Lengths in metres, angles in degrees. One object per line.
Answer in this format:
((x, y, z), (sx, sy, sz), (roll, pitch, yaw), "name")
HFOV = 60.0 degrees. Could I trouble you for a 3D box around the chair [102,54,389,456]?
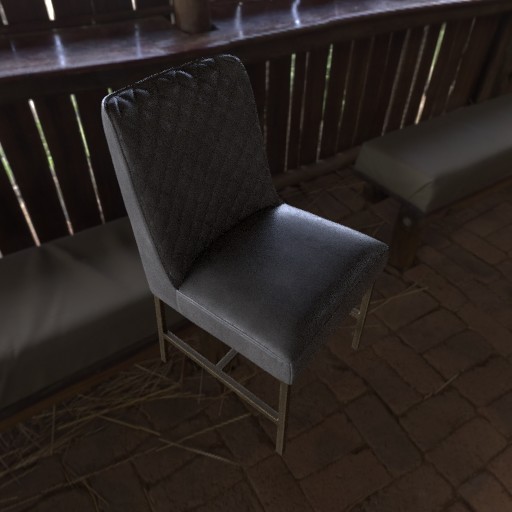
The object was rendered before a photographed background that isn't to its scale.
((0.000, 0.000, 1.232), (0.587, 0.889, 0.508), (26, 48, 27), "chair")
